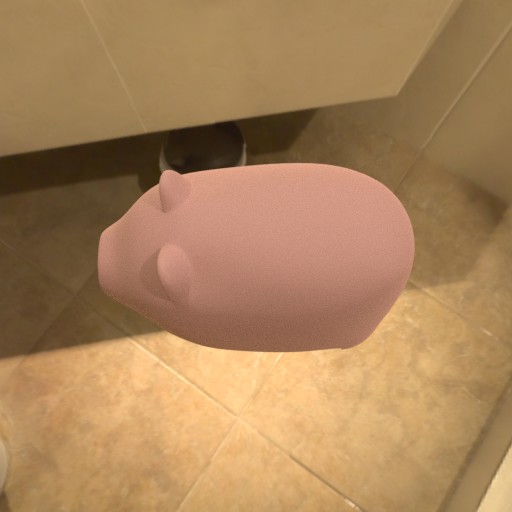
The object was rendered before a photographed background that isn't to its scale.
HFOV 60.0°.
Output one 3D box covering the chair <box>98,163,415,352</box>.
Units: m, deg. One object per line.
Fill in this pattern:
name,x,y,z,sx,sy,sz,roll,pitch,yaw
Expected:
chair,0.000,0.000,0.875,0.619,0.423,0.364,-2,75,0
